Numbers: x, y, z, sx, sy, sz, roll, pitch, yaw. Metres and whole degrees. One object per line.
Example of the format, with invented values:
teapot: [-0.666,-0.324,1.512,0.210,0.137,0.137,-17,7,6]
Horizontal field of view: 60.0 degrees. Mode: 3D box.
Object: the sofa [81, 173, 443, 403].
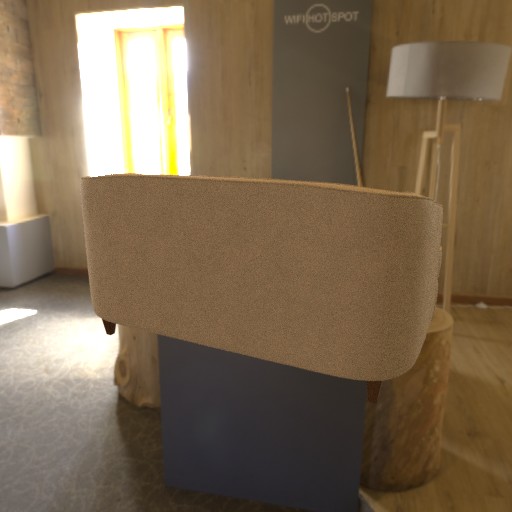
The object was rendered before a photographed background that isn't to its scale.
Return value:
sofa: [0.000,0.000,2.296,1.731,0.878,0.940,7,17,26]
